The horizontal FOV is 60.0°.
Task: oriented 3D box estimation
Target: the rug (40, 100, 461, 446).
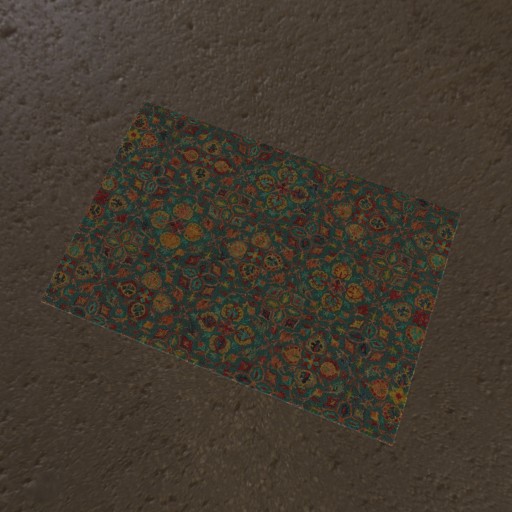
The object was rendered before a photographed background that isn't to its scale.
[{"bbox_3d":[0.000,0.000,2.830,2.290,0.016,1.527,21,76,5],"label":"rug"}]
